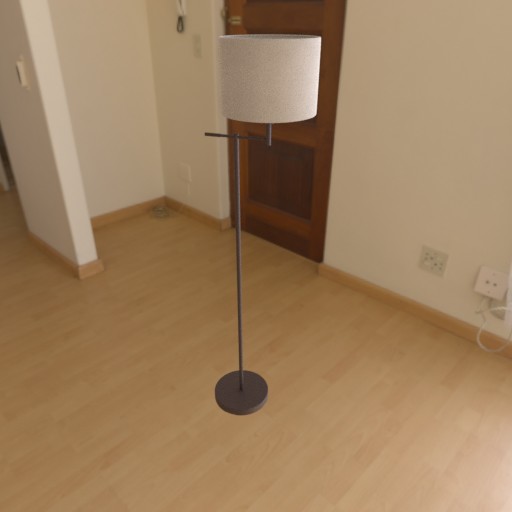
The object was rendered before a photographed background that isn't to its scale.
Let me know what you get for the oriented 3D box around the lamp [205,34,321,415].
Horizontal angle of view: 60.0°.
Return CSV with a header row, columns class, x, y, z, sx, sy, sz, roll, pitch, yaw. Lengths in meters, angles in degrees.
class,x,y,z,sx,sy,sz,roll,pitch,yaw
lamp,0.000,0.000,1.800,0.416,1.600,0.324,9,30,17
